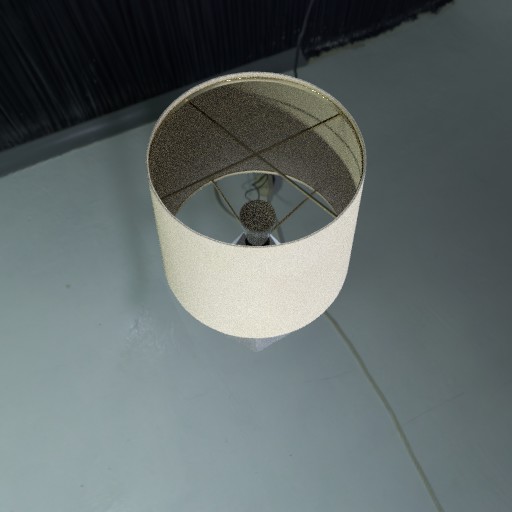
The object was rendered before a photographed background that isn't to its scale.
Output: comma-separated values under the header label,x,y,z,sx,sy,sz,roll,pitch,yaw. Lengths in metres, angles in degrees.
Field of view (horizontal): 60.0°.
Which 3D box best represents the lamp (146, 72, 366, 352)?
label,x,y,z,sx,sy,sz,roll,pitch,yaw
lamp,0.000,0.000,0.686,0.276,0.501,0.276,0,64,0
